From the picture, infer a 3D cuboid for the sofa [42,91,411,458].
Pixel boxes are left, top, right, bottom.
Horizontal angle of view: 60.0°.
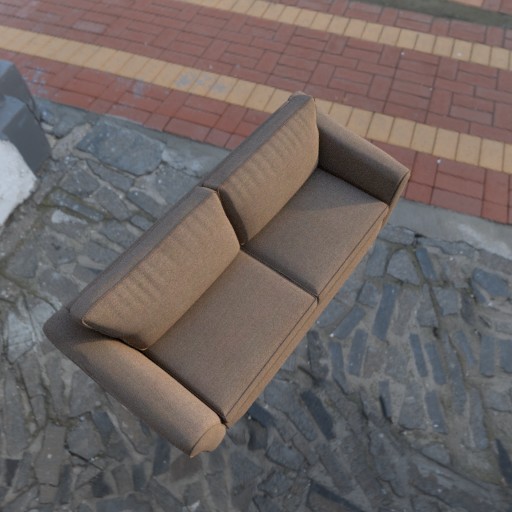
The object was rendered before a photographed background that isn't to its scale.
[{"bbox_3d":[0.000,0.000,2.744,0.986,0.906,2.270,33,64,18],"label":"sofa"}]
